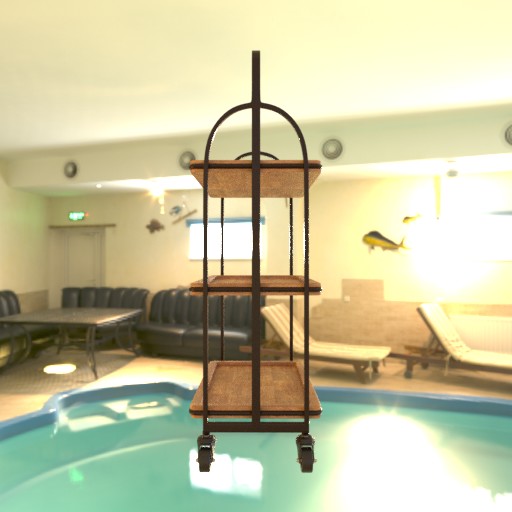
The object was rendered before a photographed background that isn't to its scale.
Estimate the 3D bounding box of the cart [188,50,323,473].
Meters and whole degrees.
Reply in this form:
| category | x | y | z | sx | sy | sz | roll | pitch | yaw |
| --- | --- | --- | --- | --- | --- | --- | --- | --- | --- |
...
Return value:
| category | x | y | z | sx | sy | sz | roll | pitch | yaw |
| --- | --- | --- | --- | --- | --- | --- | --- | --- | --- |
| cart | 0.000 | 0.000 | 1.279 | 0.327 | 1.001 | 0.553 | 0 | 0 | 0 |
